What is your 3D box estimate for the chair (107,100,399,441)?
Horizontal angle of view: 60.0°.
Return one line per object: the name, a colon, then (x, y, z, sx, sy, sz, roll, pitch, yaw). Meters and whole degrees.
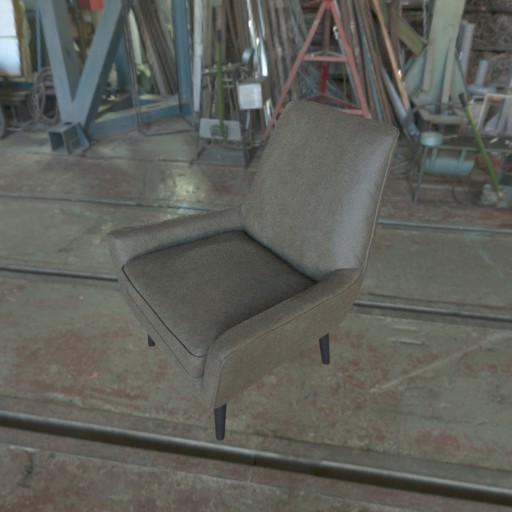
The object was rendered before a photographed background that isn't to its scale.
chair: (0.000, 0.000, 1.546, 0.824, 0.888, 0.787, -21, 38, -30)
